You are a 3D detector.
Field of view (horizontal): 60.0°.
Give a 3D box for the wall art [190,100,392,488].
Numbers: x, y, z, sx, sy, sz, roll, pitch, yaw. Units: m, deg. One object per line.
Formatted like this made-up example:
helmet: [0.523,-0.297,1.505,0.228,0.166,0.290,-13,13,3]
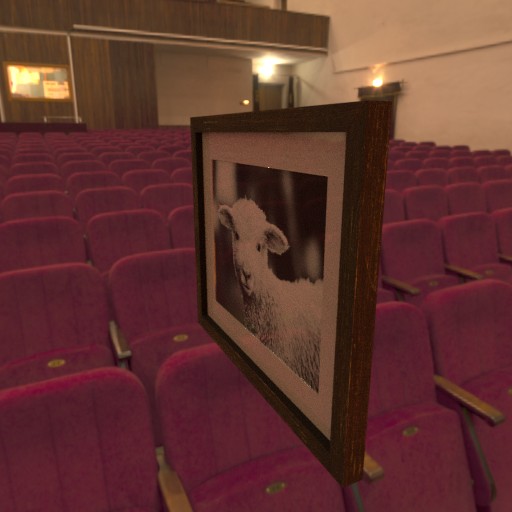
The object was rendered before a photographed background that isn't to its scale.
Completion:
wall art: [0.000,0.000,0.740,0.032,0.457,0.558,-7,17,-25]
